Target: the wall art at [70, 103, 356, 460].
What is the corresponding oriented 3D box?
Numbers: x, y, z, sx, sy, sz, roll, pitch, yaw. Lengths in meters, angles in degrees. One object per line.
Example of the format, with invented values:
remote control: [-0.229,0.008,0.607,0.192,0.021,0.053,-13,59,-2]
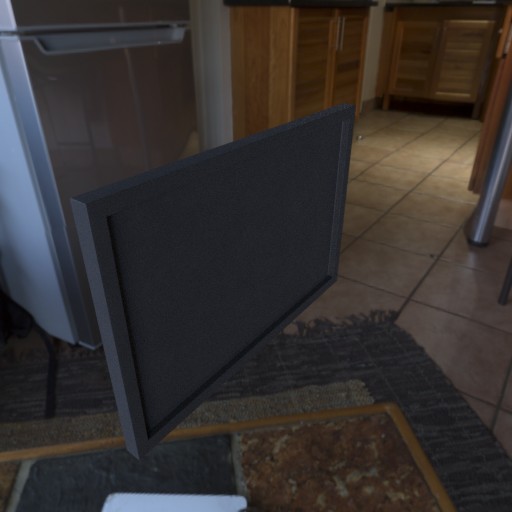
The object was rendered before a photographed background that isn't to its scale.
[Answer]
wall art: [0.000,0.000,0.562,0.021,0.301,0.443,21,36,32]
